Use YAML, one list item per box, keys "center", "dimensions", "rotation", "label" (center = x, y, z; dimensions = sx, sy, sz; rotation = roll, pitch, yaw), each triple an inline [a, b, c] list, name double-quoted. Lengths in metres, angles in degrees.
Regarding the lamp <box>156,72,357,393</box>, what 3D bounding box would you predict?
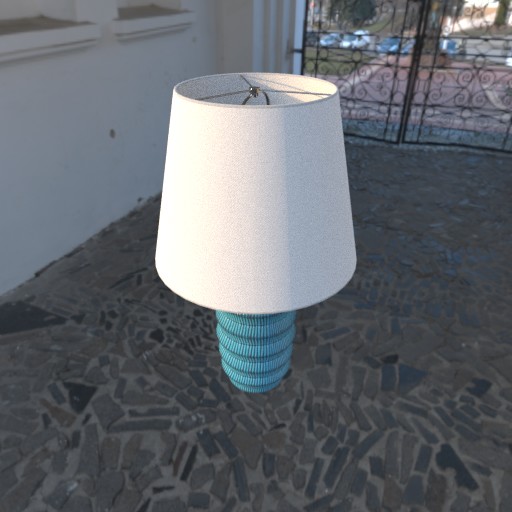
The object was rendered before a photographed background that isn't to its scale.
- center: [0.000, 0.000, 0.801]
  dimensions: [0.355, 0.582, 0.355]
  rotation: [0, 32, 0]
  label: "lamp"
